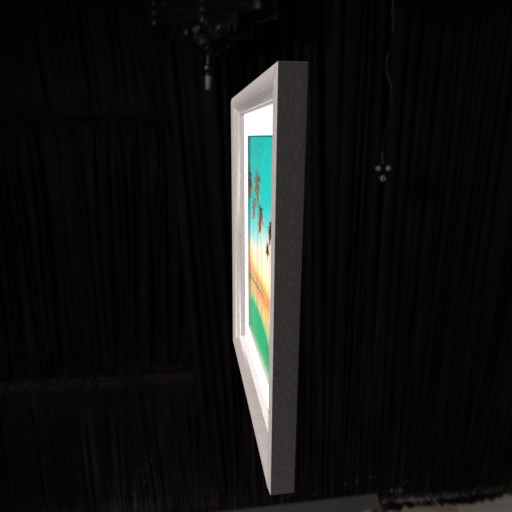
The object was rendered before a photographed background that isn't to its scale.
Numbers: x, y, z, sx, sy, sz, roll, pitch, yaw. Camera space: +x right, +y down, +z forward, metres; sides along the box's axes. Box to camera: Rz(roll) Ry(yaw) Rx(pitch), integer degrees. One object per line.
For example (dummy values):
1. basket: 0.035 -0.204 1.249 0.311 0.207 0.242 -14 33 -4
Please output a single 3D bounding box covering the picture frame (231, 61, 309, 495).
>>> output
1. picture frame: 0.000 0.000 0.525 0.027 0.378 0.327 -2 15 -8
